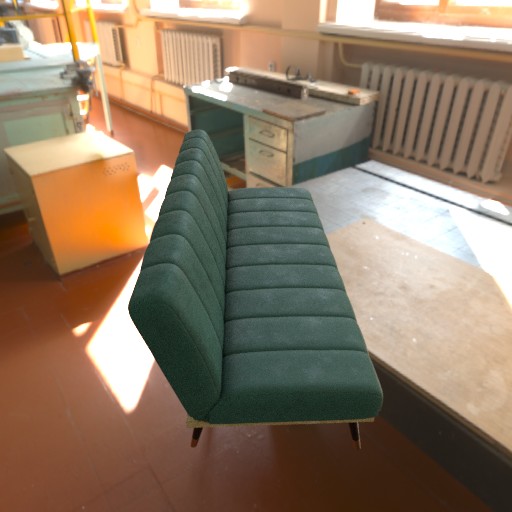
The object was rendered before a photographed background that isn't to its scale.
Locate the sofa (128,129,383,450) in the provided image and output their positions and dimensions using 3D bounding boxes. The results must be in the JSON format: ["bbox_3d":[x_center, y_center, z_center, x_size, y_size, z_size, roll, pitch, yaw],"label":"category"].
[{"bbox_3d":[0.000,0.000,2.255,0.830,0.820,1.810,-1,31,-2],"label":"sofa"}]
